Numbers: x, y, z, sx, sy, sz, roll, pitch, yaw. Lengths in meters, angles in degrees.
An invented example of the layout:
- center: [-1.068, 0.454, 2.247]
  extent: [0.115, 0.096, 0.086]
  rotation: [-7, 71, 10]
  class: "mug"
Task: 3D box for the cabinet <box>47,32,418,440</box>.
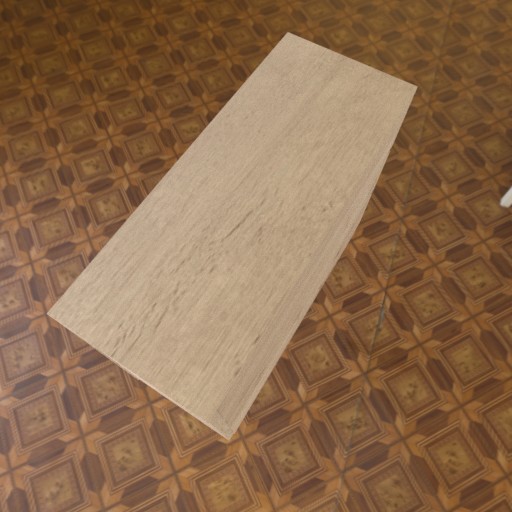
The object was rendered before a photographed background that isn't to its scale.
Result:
- center: [0.000, 0.000, 1.470]
  extent: [0.420, 0.820, 1.040]
  rotation: [29, 68, 13]
  class: "cabinet"
